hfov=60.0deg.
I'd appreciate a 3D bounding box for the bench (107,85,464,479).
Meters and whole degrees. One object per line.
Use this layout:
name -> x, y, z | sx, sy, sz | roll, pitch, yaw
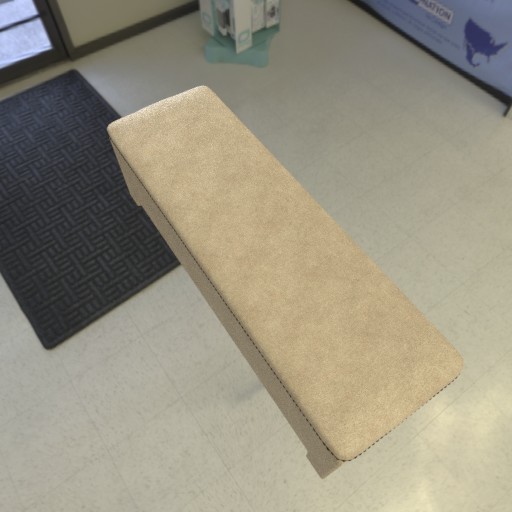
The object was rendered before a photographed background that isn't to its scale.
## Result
bench -> 0.000, 0.000, 1.664 | 0.470, 0.447, 1.482 | -30, 63, -17
